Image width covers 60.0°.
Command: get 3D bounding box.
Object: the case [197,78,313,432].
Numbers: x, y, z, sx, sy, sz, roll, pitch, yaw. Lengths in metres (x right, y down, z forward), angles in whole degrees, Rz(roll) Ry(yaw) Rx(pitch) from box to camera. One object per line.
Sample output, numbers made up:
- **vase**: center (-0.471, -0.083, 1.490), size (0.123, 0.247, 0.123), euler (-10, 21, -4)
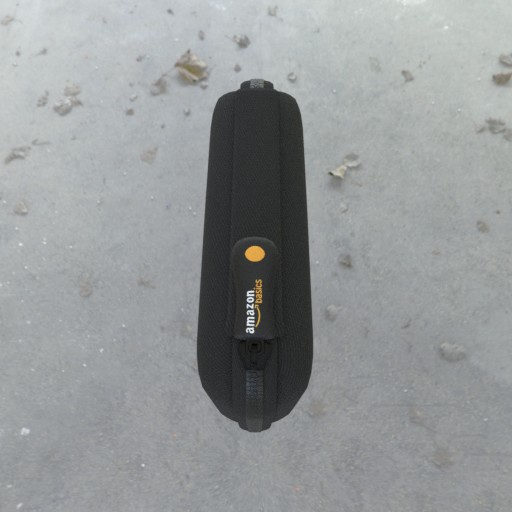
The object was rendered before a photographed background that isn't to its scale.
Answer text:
- **case**: center (0.000, 0.000, 0.183), size (0.038, 0.105, 0.132), euler (0, 65, 0)
